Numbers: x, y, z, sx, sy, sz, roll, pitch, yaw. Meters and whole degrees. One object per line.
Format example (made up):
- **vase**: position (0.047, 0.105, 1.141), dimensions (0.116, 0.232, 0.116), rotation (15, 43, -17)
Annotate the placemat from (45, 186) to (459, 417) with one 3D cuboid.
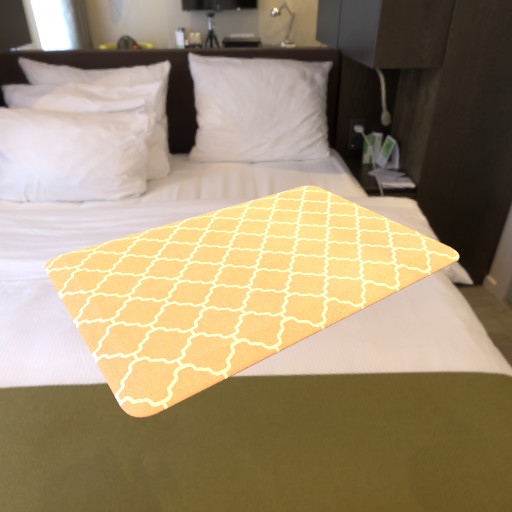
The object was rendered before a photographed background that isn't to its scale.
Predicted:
- **placemat**: position (0.000, 0.000, 0.948), dimensions (0.762, 0.021, 0.508), rotation (-20, 36, -30)
